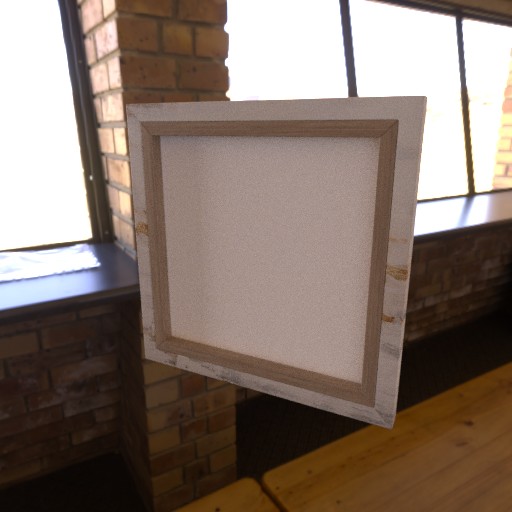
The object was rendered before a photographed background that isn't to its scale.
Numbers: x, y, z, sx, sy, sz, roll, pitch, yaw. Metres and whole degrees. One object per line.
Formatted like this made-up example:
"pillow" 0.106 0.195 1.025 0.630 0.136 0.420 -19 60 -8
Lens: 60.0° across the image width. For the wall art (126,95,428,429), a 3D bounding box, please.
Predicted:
"wall art" 0.000 0.000 0.925 0.611 0.613 0.040 8 18 26
